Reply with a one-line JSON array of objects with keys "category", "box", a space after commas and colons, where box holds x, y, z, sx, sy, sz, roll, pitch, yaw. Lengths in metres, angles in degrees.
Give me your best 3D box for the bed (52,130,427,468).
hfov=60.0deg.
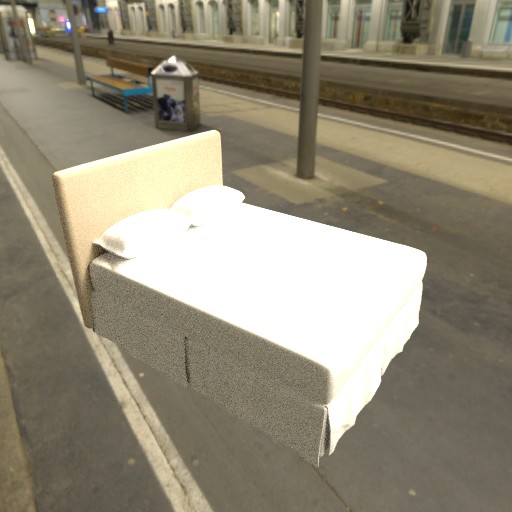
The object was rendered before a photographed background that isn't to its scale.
[{"category": "bed", "box": [0.000, 0.000, 3.270, 2.142, 1.330, 1.723, 18, 33, 31]}]
